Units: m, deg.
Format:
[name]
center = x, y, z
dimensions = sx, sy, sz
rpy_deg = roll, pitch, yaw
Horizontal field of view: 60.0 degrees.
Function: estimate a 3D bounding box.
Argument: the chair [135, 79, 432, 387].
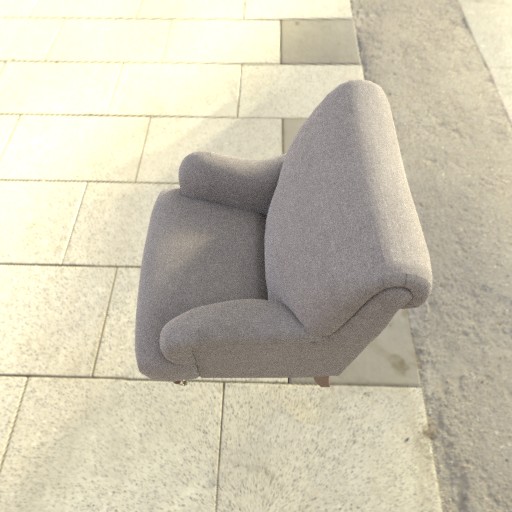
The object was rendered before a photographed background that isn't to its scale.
[chair]
center = 0.000, 0.000, 1.554
dimensions = 0.843, 0.942, 0.766
rpy_deg = -1, 57, 0
